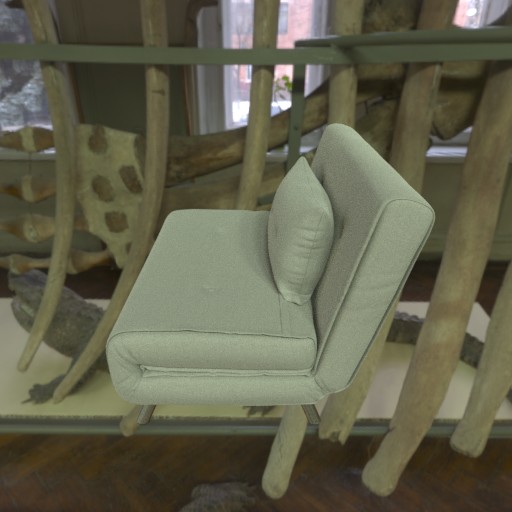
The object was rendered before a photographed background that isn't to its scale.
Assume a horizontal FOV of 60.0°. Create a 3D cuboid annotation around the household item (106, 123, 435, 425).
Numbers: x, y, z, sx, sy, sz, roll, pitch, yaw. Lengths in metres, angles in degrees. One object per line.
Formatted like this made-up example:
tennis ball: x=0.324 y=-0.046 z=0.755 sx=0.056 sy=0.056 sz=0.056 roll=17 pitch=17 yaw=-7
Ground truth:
household item: x=0.000 y=0.000 z=1.662 sx=0.874 sy=0.800 sz=1.000 roll=0 pitch=27 yaw=0
